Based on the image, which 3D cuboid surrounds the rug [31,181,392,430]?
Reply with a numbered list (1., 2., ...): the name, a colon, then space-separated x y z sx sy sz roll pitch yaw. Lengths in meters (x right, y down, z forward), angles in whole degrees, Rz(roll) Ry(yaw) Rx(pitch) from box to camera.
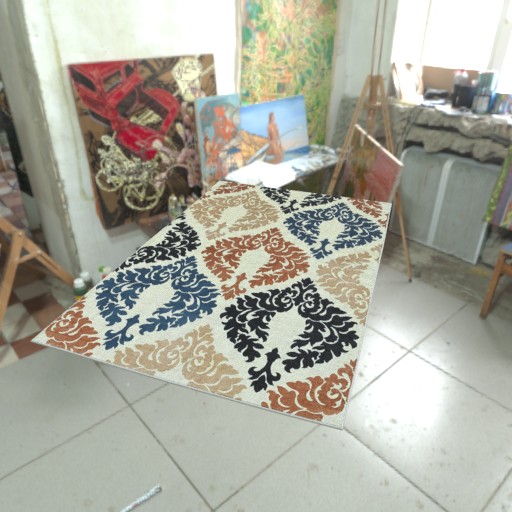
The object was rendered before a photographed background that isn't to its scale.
1. rug: 0.000 0.000 2.838 1.514 0.014 2.275 10 32 17
